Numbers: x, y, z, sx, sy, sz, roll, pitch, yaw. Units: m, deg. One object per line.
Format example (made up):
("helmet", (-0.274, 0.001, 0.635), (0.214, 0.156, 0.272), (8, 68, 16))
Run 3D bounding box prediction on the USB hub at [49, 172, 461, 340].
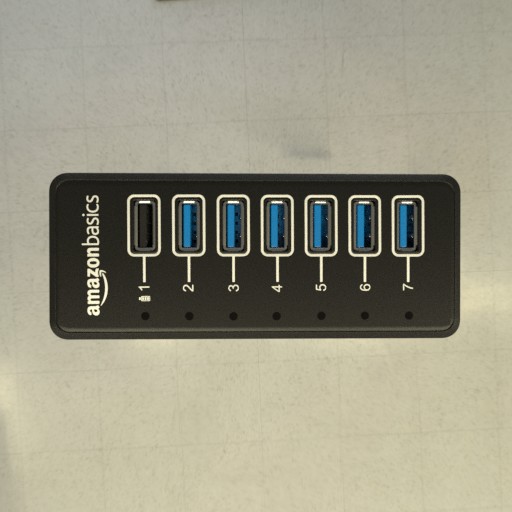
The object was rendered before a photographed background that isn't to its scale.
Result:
("USB hub", (0.000, 0.000, 0.129), (0.110, 0.023, 0.044), (0, 90, -1))
